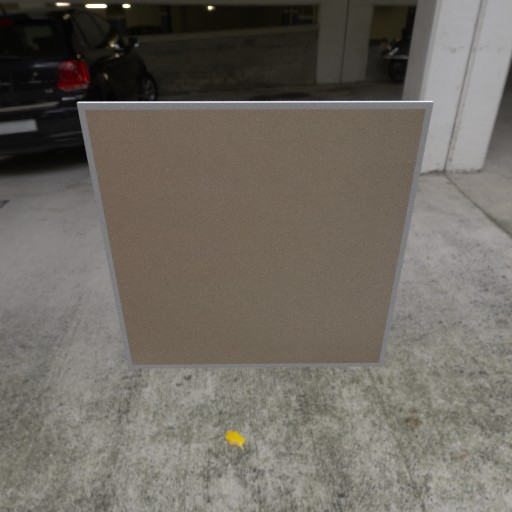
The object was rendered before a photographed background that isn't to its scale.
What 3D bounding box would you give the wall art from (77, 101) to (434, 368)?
[{"bbox_3d":[0.000,0.000,0.682,0.456,0.456,0.007,0,30,-1],"label":"wall art"}]
